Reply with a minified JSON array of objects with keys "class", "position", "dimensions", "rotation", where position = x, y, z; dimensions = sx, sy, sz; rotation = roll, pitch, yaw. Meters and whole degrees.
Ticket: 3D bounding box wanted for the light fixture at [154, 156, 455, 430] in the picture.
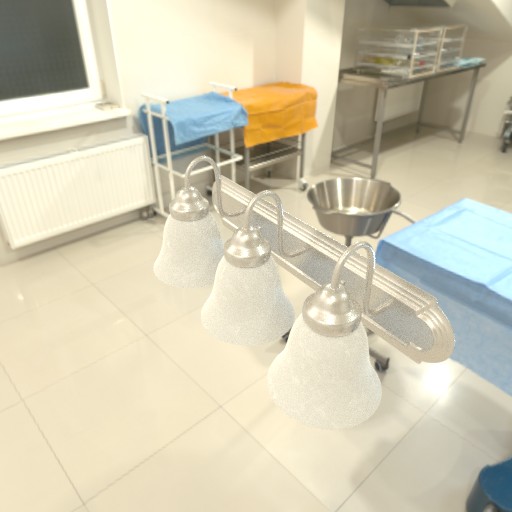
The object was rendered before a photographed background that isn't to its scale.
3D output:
[{"class":"light fixture","position":[0.000,0.000,0.726],"dimensions":[0.199,0.222,0.610],"rotation":[-21,38,-30]}]
